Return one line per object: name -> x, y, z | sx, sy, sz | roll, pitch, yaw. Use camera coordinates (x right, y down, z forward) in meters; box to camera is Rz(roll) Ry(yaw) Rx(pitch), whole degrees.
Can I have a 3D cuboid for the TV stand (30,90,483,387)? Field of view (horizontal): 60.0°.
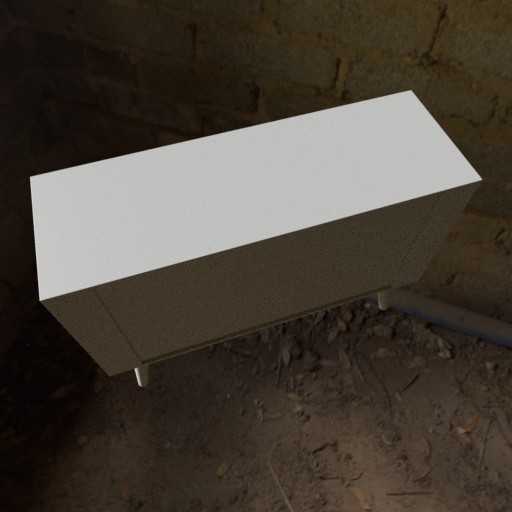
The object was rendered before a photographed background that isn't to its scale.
TV stand -> 0.000, 0.000, 1.577 | 1.193, 0.812, 0.406 | -16, 59, -10
